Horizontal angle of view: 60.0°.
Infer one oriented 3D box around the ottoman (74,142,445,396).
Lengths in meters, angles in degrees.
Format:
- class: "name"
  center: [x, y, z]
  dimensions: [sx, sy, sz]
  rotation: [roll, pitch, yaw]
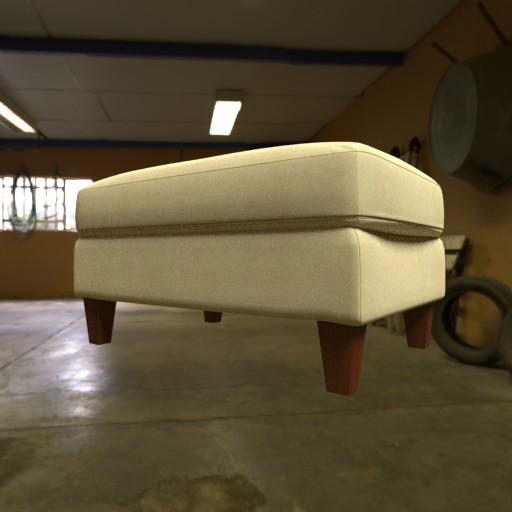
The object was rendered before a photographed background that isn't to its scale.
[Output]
- class: "ottoman"
  center: [0.000, 0.000, 1.201]
  dimensions: [0.864, 0.483, 0.584]
  rotation: [0, 0, 36]
